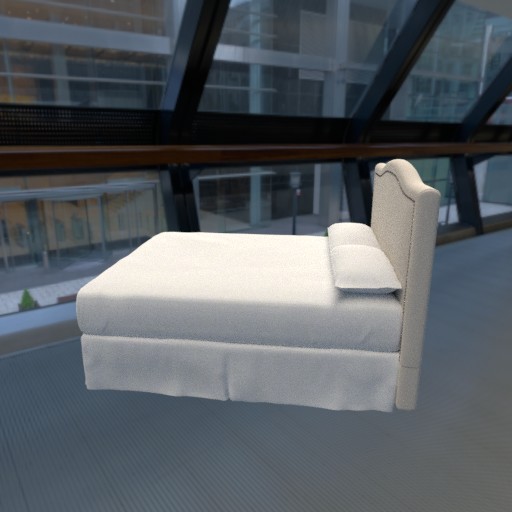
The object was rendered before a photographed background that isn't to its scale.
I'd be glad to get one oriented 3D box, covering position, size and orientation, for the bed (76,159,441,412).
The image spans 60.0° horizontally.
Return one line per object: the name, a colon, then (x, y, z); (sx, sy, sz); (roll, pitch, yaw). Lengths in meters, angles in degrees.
bed: (0.000, 0.000, 3.380); (2.143, 1.460, 1.753); (2, 16, 7)
